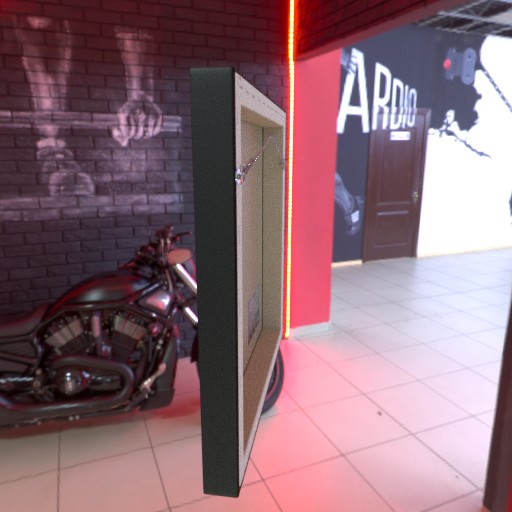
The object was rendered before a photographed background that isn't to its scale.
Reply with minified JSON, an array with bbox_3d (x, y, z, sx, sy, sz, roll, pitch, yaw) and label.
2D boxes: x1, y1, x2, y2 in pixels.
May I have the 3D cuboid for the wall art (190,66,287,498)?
[{"bbox_3d":[0.000,0.000,0.594,0.041,0.407,0.406,2,13,9],"label":"wall art"}]
